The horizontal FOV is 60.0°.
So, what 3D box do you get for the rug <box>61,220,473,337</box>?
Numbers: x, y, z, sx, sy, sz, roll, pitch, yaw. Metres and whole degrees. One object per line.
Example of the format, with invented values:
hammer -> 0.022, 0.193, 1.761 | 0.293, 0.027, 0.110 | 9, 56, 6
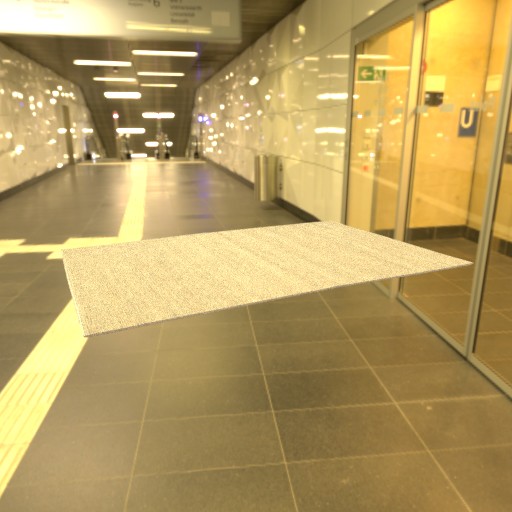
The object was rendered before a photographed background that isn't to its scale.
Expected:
rug -> 0.000, 0.000, 2.311 | 1.820, 0.022, 1.179 | -8, 18, -25
